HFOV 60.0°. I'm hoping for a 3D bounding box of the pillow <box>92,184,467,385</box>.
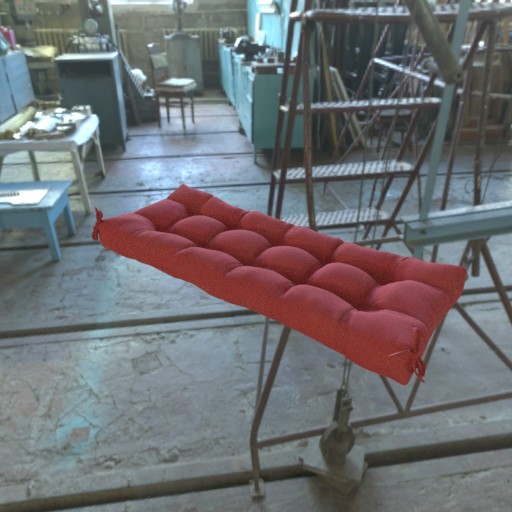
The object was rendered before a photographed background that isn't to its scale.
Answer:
[{"bbox_3d":[0.000,0.000,1.388,1.194,0.174,0.511,20,36,31],"label":"pillow"}]
